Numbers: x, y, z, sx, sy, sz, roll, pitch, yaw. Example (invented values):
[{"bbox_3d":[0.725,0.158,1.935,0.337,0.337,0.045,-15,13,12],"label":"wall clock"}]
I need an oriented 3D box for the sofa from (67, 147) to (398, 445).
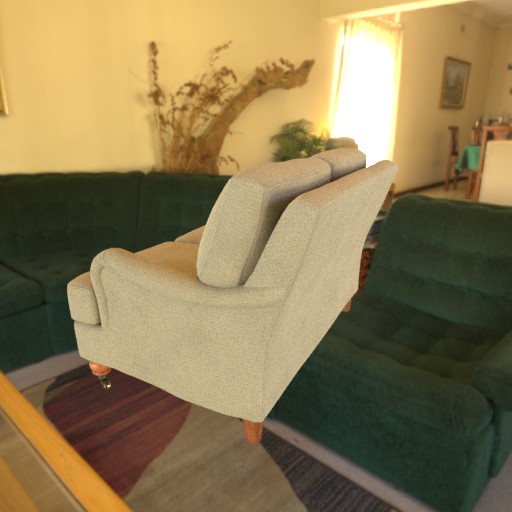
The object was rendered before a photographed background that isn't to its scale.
[{"bbox_3d":[0.000,0.000,2.198,1.087,0.999,1.480,8,19,25],"label":"sofa"}]
